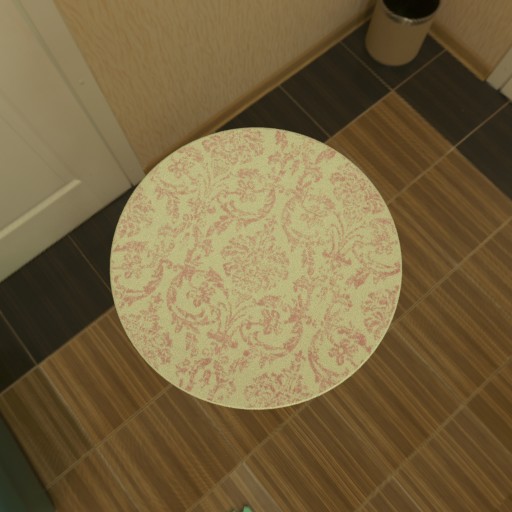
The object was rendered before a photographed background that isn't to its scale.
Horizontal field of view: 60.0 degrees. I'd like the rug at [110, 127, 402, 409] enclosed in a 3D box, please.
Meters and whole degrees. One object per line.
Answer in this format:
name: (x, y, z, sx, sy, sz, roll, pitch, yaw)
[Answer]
rug: (0.000, 0.000, 2.427, 1.593, 0.012, 1.593, 0, 74, 0)
